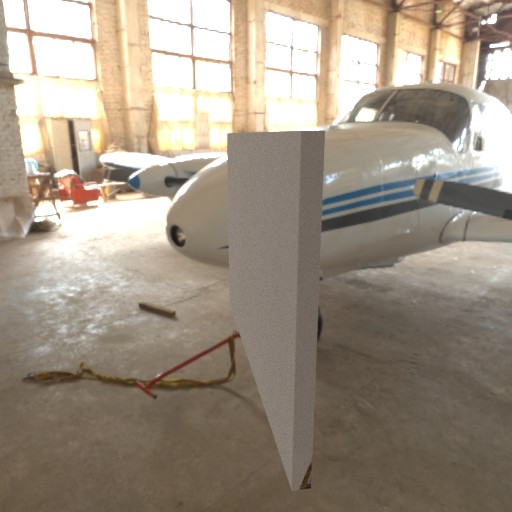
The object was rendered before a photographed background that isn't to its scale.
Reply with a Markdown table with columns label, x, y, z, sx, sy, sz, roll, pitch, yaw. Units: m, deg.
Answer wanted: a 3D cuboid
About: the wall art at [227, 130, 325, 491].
| label | x | y | z | sx | sy | sz | roll | pitch | yaw |
| --- | --- | --- | --- | --- | --- | --- | --- | --- | --- |
| wall art | 0.000 | 0.000 | 1.117 | 0.038 | 0.601 | 0.898 | -3 | 16 | -10 |
